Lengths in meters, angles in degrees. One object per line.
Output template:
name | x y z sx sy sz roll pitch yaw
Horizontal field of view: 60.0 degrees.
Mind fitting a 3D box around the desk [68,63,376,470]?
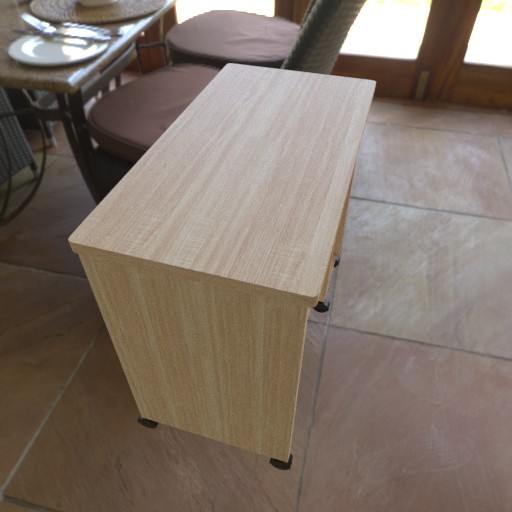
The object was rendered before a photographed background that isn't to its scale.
desk | 0.000 0.000 1.335 0.480 0.770 0.884 12 46 12
